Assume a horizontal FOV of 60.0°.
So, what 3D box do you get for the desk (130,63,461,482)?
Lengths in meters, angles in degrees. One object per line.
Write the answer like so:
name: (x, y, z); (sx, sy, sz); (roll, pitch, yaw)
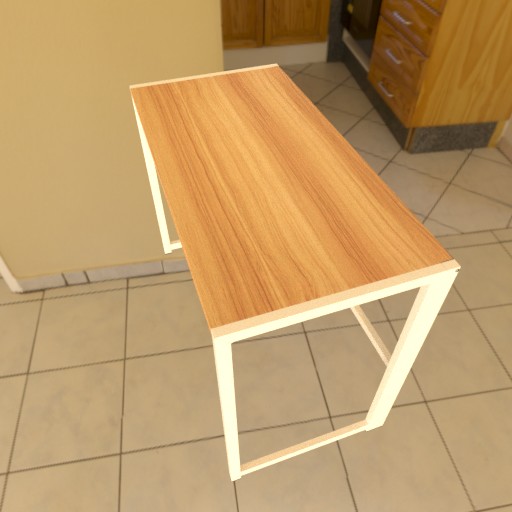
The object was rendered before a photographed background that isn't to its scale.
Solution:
desk: (0.000, 0.000, 1.425); (0.508, 0.762, 1.016); (-14, 48, -13)
